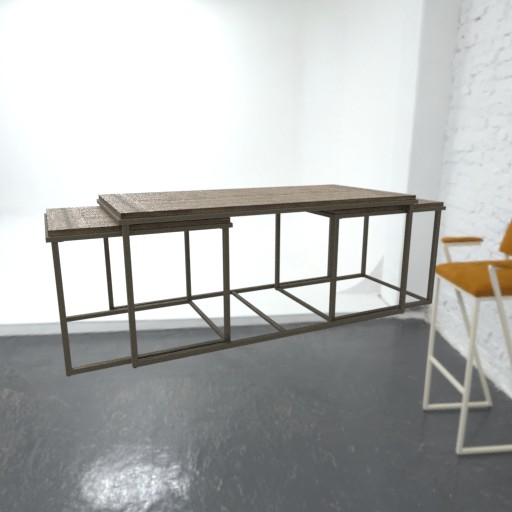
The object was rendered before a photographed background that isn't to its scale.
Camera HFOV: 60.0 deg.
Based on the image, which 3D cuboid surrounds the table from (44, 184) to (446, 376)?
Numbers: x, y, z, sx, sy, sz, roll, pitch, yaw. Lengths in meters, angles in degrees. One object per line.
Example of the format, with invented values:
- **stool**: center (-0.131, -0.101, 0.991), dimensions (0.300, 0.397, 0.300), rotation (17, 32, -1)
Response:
- **table**: center (0.000, 0.000, 1.554), dimensions (1.312, 0.427, 0.489), rotation (-6, 15, -24)
